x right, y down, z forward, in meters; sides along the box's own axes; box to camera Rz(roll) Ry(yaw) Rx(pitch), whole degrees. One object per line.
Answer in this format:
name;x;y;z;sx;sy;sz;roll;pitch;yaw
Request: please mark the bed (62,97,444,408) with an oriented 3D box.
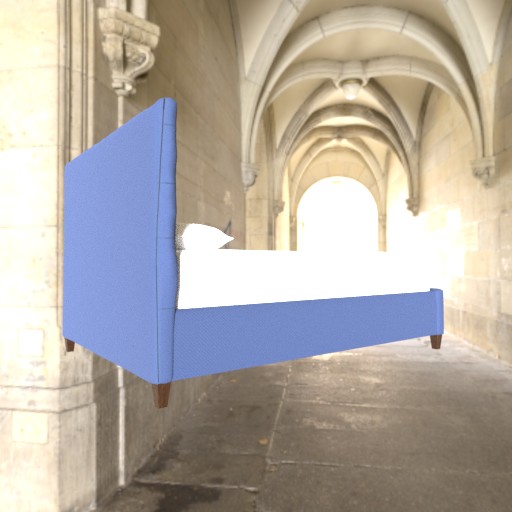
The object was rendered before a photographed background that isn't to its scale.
bed;0.000;0.000;3.378;2.387;1.427;1.706;1;-1;-37
